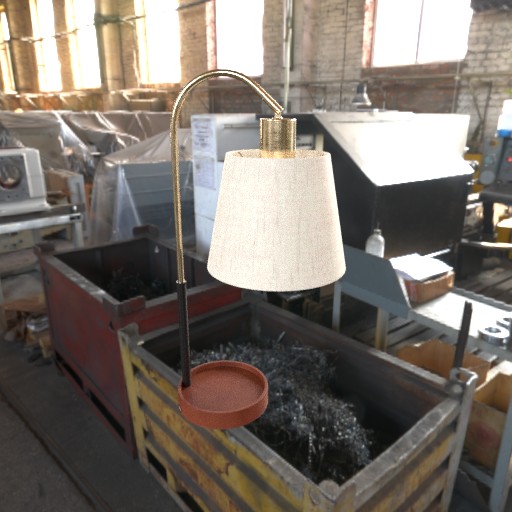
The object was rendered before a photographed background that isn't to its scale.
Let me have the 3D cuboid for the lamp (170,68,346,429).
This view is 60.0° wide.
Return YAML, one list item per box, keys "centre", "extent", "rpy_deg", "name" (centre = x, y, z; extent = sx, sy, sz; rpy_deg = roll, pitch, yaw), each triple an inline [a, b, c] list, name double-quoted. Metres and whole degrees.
- centre: [0.000, 0.000, 0.684]
  extent: [0.273, 0.536, 0.211]
  rpy_deg: [3, 18, 10]
  name: "lamp"
